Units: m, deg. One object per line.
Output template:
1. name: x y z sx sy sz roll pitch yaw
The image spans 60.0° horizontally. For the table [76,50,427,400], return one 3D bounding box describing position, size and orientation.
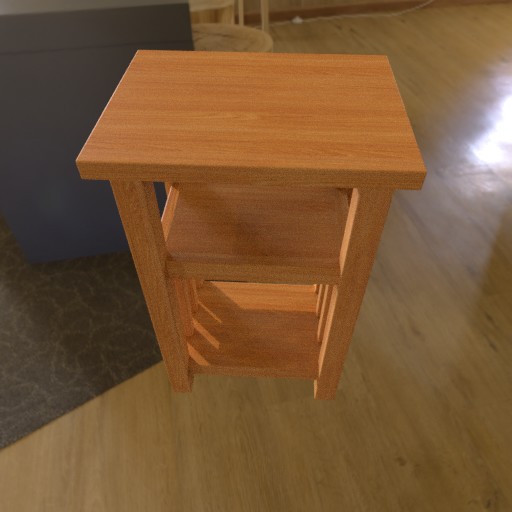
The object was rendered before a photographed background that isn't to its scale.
1. table: 0.000 0.000 0.732 0.350 0.550 0.270 2 47 2
